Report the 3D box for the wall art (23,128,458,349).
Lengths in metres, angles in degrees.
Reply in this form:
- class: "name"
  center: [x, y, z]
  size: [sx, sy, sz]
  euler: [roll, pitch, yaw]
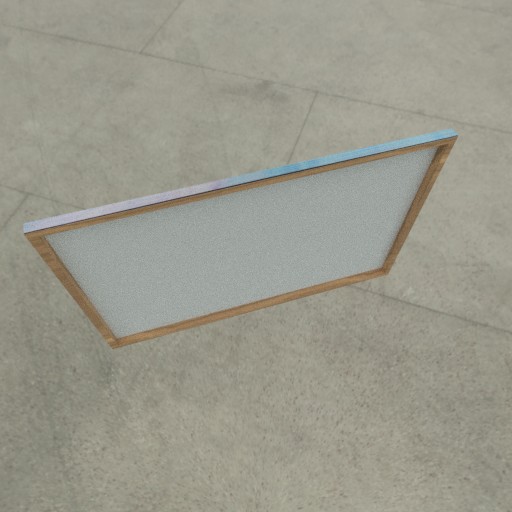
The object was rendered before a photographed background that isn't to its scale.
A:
- class: "wall art"
  center: [0.000, 0.000, 0.768]
  size: [0.604, 0.402, 0.018]
  euler: [-14, 59, -9]
